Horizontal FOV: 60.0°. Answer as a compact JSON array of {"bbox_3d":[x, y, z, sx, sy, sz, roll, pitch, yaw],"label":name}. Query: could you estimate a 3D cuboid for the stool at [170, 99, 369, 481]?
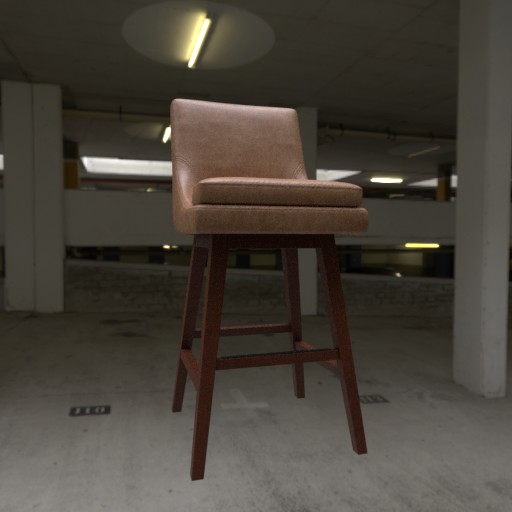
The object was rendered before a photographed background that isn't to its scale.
[{"bbox_3d":[0.000,0.000,1.386,0.487,1.079,0.572,-1,2,-17],"label":"stool"}]
